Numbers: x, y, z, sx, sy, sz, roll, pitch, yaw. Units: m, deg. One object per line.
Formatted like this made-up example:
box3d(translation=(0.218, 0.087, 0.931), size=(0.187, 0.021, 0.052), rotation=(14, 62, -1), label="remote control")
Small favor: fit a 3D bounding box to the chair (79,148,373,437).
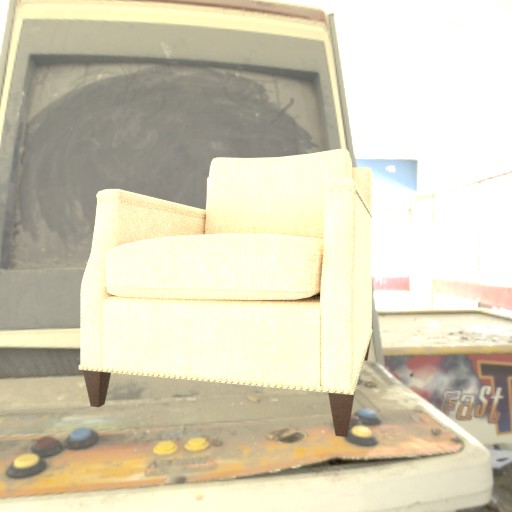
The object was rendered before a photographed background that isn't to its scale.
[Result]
box3d(translation=(0.000, 0.000, 1.725), size=(0.838, 0.940, 1.041), rotation=(0, 0, 17), label="chair")
